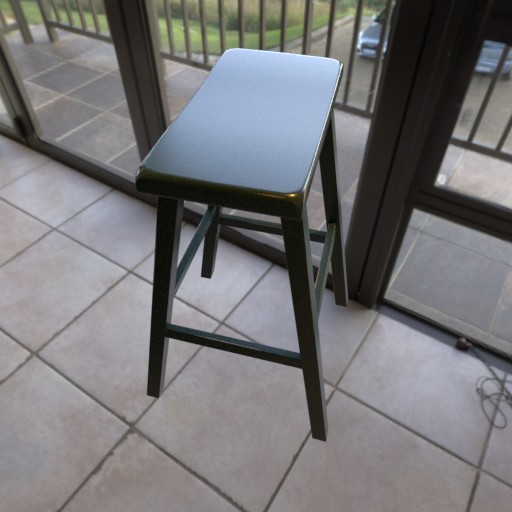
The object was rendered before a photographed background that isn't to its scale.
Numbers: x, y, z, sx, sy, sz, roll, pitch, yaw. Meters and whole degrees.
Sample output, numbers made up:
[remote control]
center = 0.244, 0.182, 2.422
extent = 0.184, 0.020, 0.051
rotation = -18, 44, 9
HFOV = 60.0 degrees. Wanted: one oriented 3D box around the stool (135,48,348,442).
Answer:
[stool]
center = 0.000, 0.000, 1.011
extent = 0.476, 0.737, 0.457
rotation = 11, 48, 10
